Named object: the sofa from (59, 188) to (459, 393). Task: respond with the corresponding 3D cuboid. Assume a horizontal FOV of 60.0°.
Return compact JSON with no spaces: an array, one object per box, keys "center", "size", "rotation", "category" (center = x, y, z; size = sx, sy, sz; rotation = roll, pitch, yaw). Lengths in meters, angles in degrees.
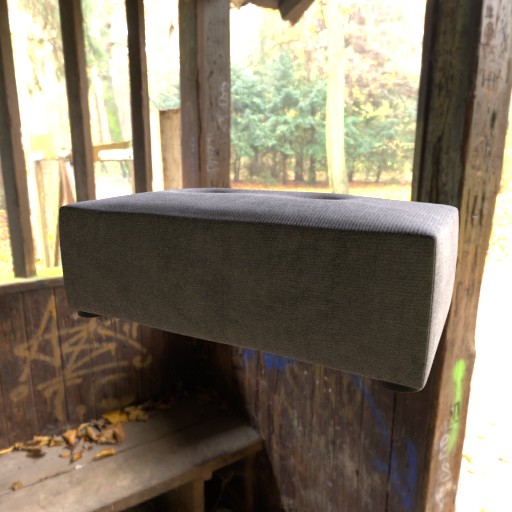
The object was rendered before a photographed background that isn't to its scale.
[{"center":[0.000,0.000,1.152],"size":[0.930,0.330,0.480],"rotation":[7,15,27],"category":"sofa"}]
